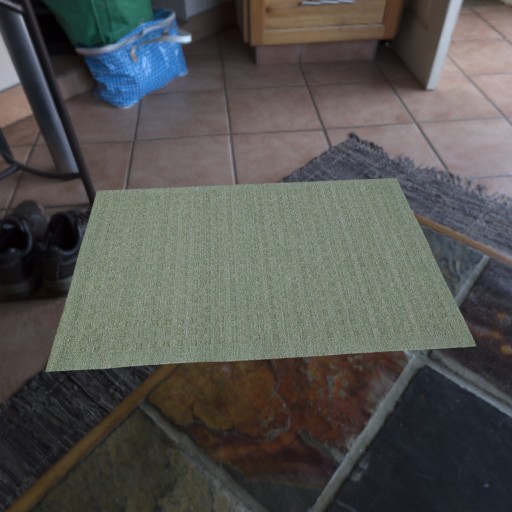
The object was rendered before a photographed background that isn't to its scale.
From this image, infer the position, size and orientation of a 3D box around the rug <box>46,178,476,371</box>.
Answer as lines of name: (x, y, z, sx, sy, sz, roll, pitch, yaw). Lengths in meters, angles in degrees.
rug: (0.000, 0.000, 2.182, 1.747, 0.006, 1.143, -3, 47, -3)
